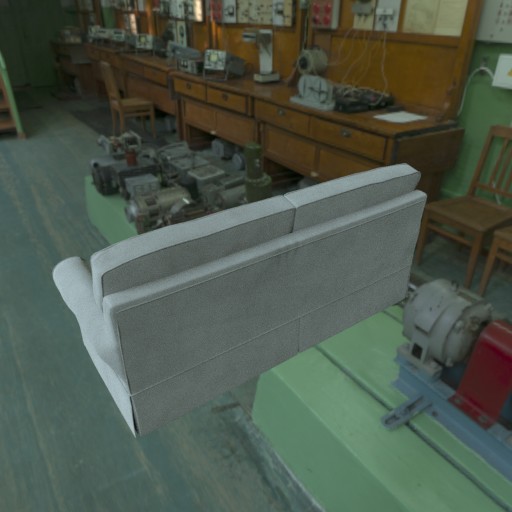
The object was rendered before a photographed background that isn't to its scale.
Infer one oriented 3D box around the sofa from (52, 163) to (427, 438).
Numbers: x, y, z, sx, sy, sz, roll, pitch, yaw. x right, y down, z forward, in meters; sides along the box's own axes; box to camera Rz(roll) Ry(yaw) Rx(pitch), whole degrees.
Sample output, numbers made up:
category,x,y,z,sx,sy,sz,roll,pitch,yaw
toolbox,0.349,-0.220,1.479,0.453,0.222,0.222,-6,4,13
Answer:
category,x,y,z,sx,sy,sz,roll,pitch,yaw
sofa,0.000,0.000,2.803,2.246,1.014,0.900,-20,35,-30
